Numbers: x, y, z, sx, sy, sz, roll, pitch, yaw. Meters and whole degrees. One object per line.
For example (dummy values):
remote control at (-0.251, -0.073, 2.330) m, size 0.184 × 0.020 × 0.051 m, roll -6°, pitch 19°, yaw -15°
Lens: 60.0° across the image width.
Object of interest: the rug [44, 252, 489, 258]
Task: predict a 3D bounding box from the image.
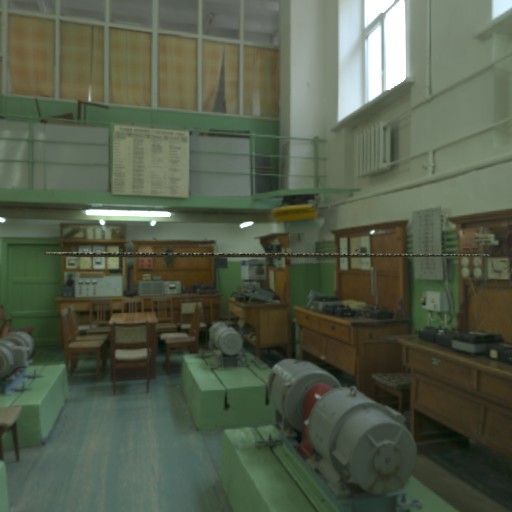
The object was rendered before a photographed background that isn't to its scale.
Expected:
rug at (0.000, 0.000, 2.285) m, size 1.828 × 0.008 × 1.219 m, roll 0°, pitch -1°, yaw -17°
